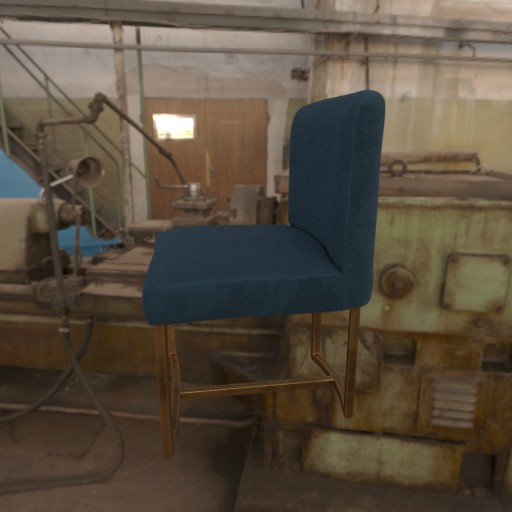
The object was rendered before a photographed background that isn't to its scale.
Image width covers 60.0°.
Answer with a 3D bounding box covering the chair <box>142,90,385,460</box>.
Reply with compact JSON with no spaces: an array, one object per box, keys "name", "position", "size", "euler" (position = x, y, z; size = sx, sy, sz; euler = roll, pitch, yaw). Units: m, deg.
[{"name":"chair","position":[0.000,0.000,1.189],"size":[0.560,0.824,0.530],"euler":[-2,16,-9]}]
